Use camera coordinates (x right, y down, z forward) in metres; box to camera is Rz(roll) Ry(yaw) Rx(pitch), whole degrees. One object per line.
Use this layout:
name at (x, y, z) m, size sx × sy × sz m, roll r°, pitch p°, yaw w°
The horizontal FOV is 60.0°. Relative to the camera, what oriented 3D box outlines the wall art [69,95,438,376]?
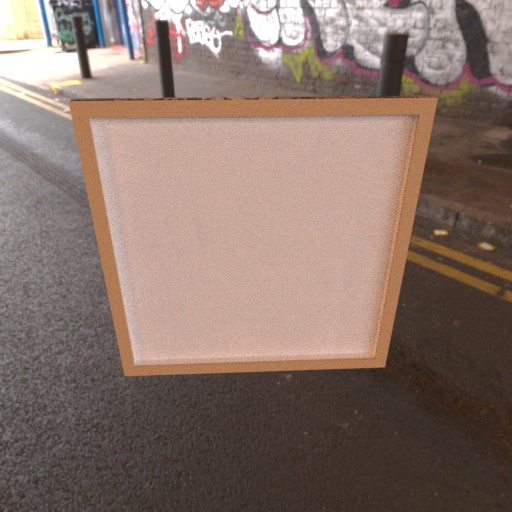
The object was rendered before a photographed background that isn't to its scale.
wall art at (0.000, 0.000, 1.338) m, size 0.914 × 0.914 × 0.038 m, roll -1°, pitch 30°, yaw -2°
